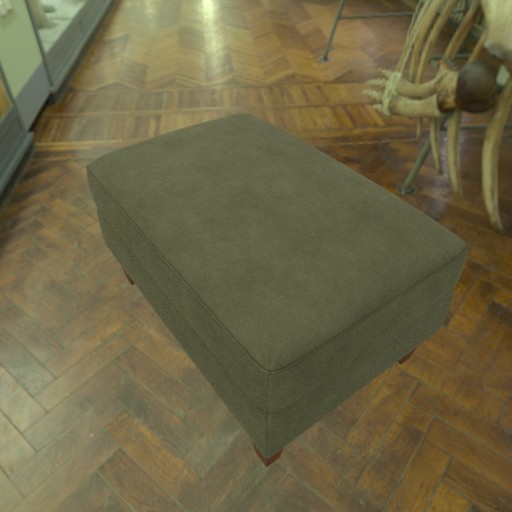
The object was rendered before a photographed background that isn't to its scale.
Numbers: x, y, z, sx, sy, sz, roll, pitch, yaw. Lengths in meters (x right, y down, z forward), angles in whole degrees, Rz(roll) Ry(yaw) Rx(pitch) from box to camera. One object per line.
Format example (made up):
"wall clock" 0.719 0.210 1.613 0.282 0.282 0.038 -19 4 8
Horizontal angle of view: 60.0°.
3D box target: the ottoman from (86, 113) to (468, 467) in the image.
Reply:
"ottoman" 0.000 0.000 1.202 0.584 0.483 0.864 -26 48 -26
